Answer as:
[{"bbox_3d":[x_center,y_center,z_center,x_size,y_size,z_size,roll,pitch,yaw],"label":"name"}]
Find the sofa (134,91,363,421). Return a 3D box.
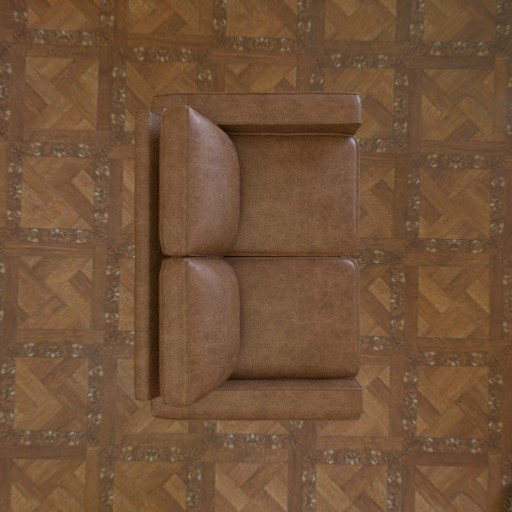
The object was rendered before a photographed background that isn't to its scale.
[{"bbox_3d":[0.000,0.000,2.184,1.020,0.896,1.532,0,89,0],"label":"sofa"}]
